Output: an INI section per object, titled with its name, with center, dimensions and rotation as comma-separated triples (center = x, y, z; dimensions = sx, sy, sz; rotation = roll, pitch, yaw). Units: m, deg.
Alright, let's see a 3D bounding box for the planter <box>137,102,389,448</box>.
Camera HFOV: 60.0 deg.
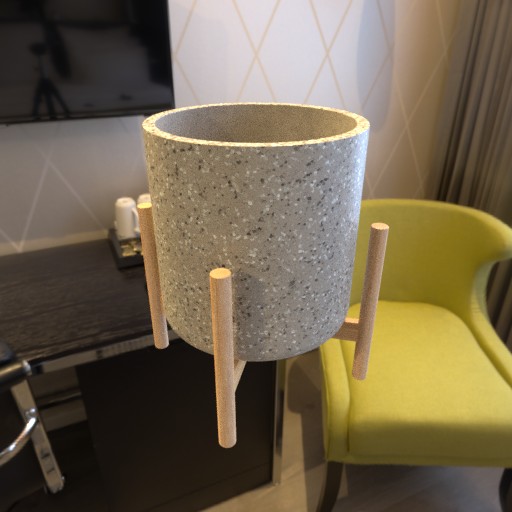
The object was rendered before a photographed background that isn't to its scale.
[planter]
center = 0.000, 0.000, 0.701
dimensions = 0.360, 0.419, 0.360
rotation = 18, 33, 31
